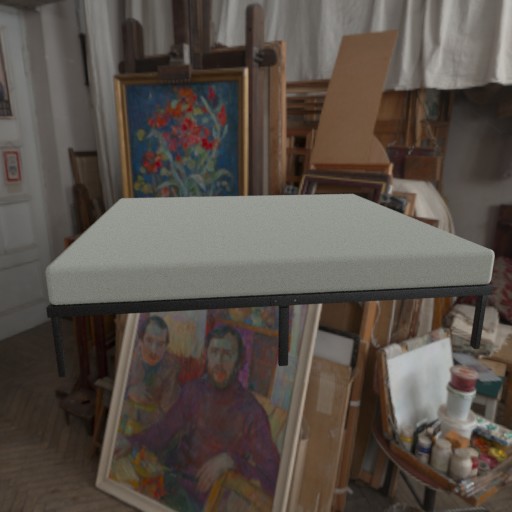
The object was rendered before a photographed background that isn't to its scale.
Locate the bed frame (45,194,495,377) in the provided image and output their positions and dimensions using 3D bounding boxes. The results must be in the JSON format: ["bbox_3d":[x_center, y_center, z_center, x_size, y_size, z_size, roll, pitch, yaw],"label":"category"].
[{"bbox_3d":[0.000,0.000,3.791,2.635,0.680,2.526,-2,16,-7],"label":"bed frame"}]
